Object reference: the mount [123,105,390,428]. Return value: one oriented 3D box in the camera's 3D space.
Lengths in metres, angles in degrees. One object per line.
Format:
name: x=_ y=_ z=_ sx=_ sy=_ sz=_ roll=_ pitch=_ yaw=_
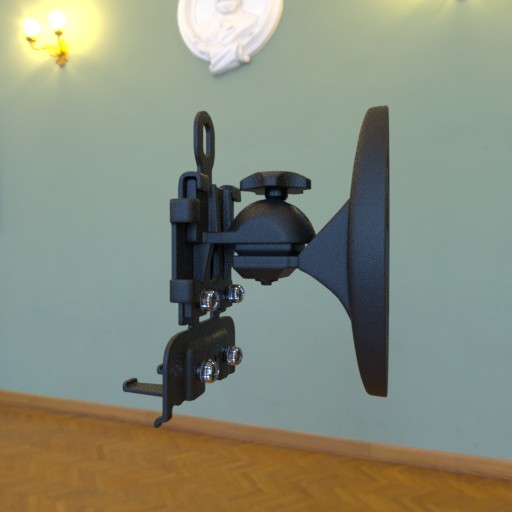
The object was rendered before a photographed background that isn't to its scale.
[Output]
mount: x=0.000 y=0.000 z=0.175 sx=0.100 sy=0.118 sz=0.066 roll=0 pitch=1 yaw=18
